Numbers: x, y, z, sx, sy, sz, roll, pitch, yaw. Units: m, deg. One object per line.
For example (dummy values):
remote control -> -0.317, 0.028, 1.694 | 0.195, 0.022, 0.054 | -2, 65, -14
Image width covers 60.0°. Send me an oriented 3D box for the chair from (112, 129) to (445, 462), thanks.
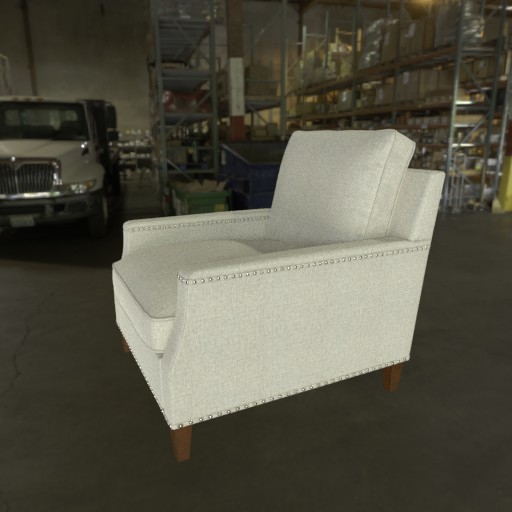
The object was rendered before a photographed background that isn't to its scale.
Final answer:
chair -> 0.000, 0.000, 1.711 | 1.014, 0.943, 0.853 | -7, 17, -26
